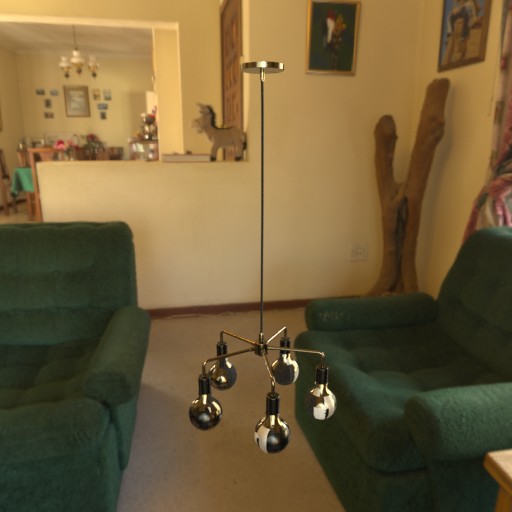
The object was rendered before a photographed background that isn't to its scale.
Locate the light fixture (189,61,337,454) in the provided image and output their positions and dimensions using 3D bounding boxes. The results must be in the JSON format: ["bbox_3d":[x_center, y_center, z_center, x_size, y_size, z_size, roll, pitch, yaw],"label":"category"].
[{"bbox_3d":[0.000,0.000,1.232,0.421,0.988,0.438,-7,16,-26],"label":"light fixture"}]
